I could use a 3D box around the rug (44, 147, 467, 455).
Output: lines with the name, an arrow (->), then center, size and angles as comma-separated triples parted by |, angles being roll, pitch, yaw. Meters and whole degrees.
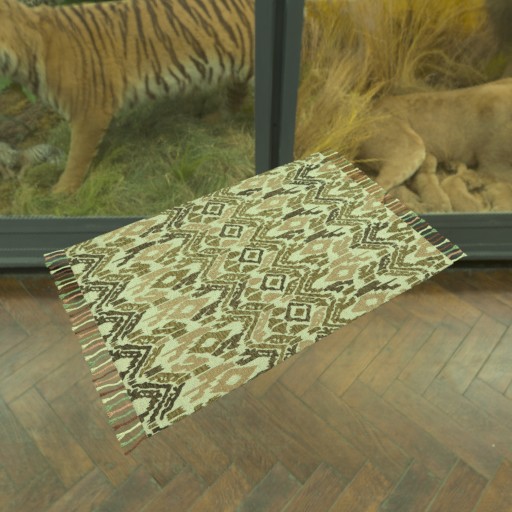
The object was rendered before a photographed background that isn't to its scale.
rug -> 0.000, 0.000, 2.970 | 2.438, 0.008, 1.524 | -25, 53, -21
